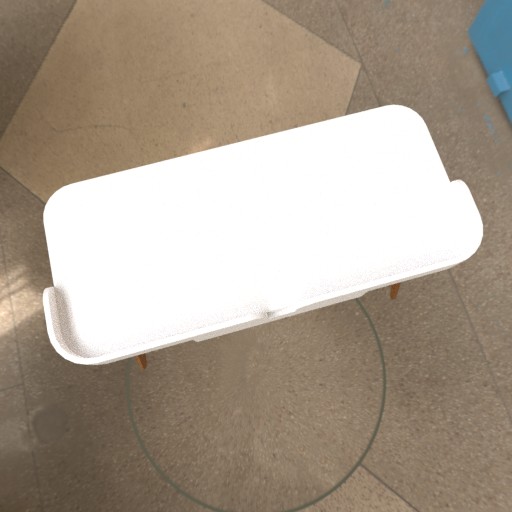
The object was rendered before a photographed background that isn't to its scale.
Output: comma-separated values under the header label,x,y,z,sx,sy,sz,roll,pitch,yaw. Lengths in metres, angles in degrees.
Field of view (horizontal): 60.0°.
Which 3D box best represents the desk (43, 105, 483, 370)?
label,x,y,z,sx,sy,sz,roll,pitch,yaw
desk,0.000,0.000,1.617,1.206,0.807,0.534,-15,76,-4
